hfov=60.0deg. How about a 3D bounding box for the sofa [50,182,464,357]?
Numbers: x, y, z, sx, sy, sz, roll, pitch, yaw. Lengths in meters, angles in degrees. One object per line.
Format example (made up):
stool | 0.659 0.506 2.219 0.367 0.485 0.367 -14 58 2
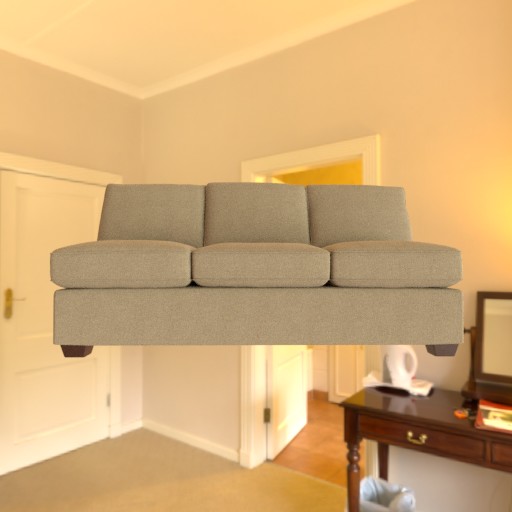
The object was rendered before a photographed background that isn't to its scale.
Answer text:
sofa | 0.000 0.000 2.733 2.092 1.036 1.127 0 -1 -1
